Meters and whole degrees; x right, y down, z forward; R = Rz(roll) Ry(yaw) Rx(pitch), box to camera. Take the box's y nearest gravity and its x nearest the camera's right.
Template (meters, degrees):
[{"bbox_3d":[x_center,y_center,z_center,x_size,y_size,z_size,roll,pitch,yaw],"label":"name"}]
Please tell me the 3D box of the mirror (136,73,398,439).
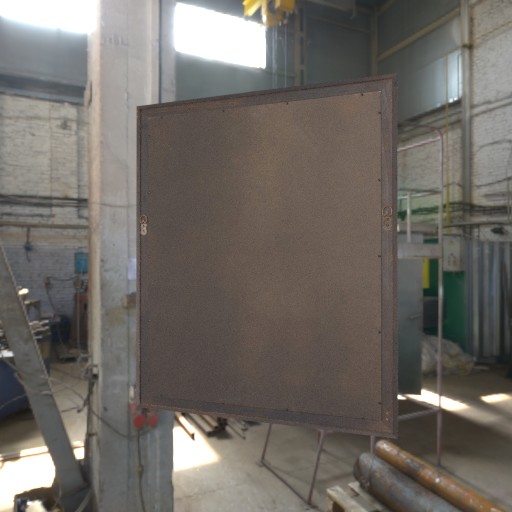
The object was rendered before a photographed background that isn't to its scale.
[{"bbox_3d":[0.000,0.000,1.200,0.730,0.882,0.032,0,0,19],"label":"mirror"}]
